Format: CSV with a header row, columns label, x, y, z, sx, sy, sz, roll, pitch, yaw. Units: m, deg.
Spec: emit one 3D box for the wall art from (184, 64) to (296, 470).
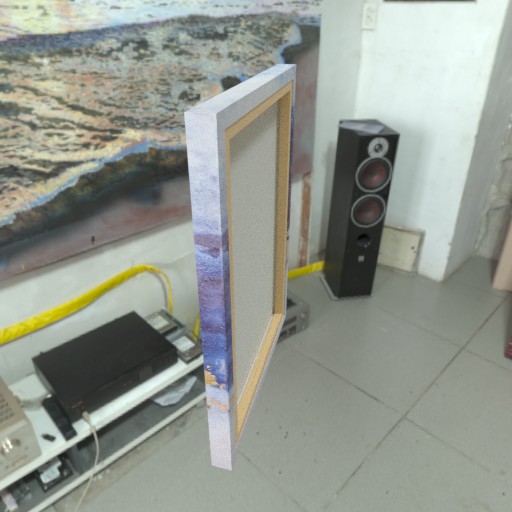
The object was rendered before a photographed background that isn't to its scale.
label,x,y,z,sx,sy,sz,roll,pitch,yaw
wall art,0.000,0.000,0.784,0.036,0.581,0.437,8,31,13
